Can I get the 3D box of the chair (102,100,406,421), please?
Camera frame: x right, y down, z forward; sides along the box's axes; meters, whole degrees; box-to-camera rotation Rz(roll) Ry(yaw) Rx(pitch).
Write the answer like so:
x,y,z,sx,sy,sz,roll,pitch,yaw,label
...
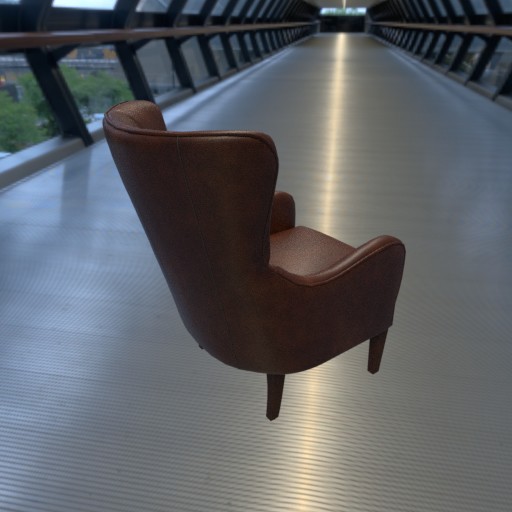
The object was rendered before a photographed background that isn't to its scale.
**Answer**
x,y,z,sx,sy,sz,roll,pitch,yaw,label
0.000,0.000,1.603,0.914,1.048,0.692,-18,32,-31,chair
